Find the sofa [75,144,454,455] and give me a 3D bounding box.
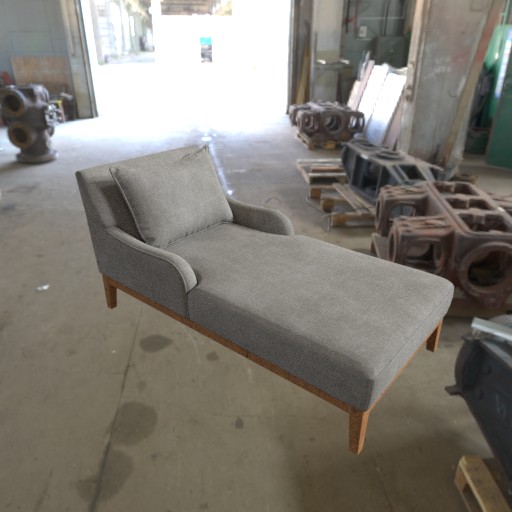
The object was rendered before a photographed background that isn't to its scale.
[{"bbox_3d":[0.000,0.000,2.311,1.779,0.859,0.894,20,32,35],"label":"sofa"}]
